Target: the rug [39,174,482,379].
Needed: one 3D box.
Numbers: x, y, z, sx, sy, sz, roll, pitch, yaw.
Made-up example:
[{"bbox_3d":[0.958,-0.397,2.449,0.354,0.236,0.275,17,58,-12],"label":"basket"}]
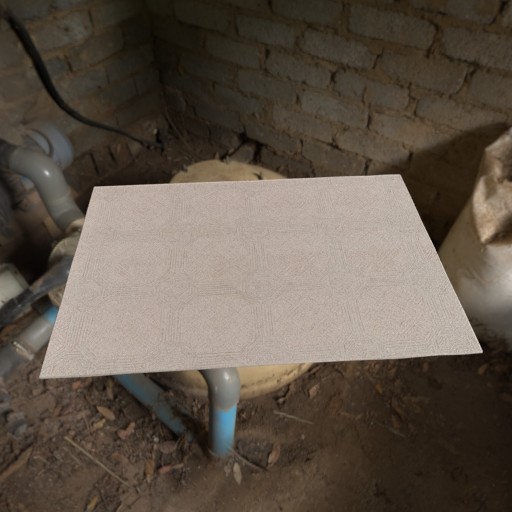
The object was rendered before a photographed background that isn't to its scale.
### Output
[{"bbox_3d":[0.000,0.000,2.241,1.839,0.009,1.236,-3,47,-3],"label":"rug"}]
